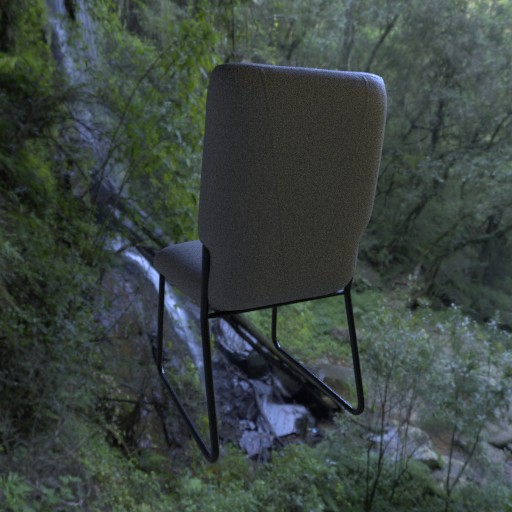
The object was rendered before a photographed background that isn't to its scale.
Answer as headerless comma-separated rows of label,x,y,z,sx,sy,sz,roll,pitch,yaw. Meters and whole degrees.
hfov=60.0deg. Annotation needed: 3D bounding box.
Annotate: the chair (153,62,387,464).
chair,0.000,0.000,1.174,0.448,0.864,0.560,-7,16,-25
